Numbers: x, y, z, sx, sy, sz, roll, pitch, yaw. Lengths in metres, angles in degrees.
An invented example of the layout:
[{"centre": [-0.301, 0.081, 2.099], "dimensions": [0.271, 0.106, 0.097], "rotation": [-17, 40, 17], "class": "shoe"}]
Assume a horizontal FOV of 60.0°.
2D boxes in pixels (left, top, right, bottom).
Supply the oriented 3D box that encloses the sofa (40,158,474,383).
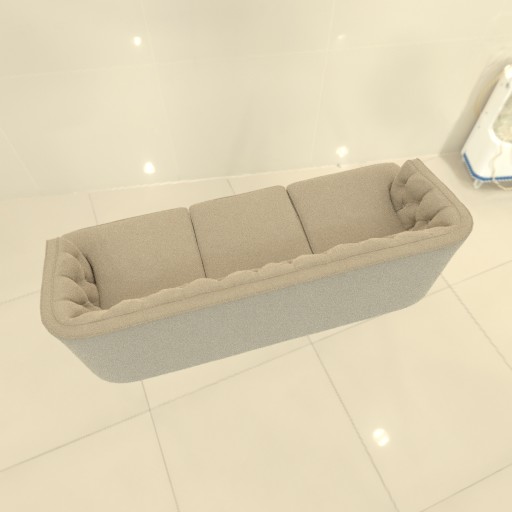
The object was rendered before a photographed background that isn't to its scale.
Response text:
[{"centre": [0.000, 0.000, 2.683], "dimensions": [2.278, 0.855, 0.941], "rotation": [-14, 59, -8], "class": "sofa"}]
